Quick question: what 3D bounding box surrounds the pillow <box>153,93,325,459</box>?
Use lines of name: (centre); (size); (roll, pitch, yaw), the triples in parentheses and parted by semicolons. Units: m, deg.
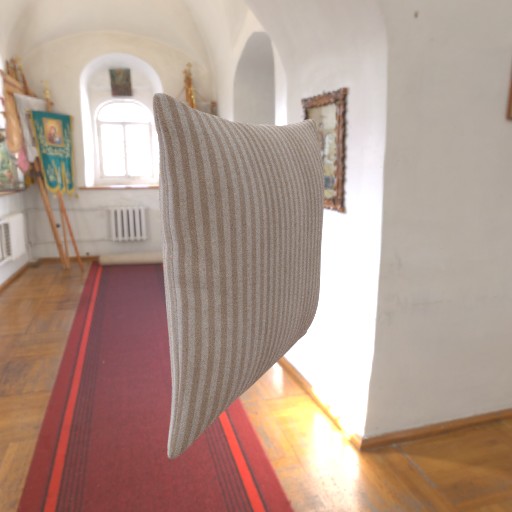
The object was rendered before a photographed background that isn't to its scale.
pillow: (0.000, 0.000, 0.811); (0.166, 0.510, 0.523); (7, 15, 28)
